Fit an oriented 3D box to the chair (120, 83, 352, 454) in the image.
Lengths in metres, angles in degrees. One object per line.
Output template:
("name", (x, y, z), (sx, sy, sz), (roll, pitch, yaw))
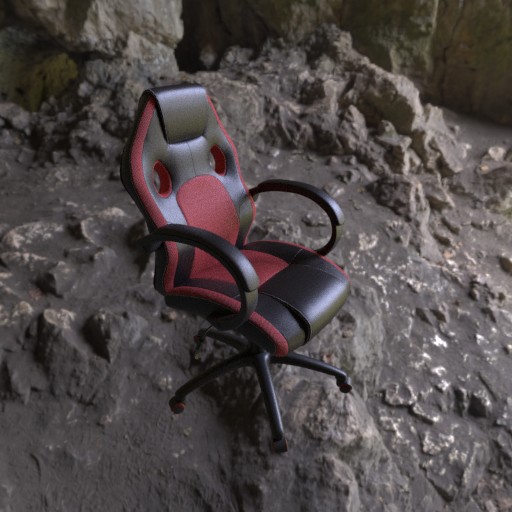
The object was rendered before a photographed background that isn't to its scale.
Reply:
("chair", (0.000, 0.000, 1.689), (0.783, 1.189, 0.750), (17, 31, 30))
